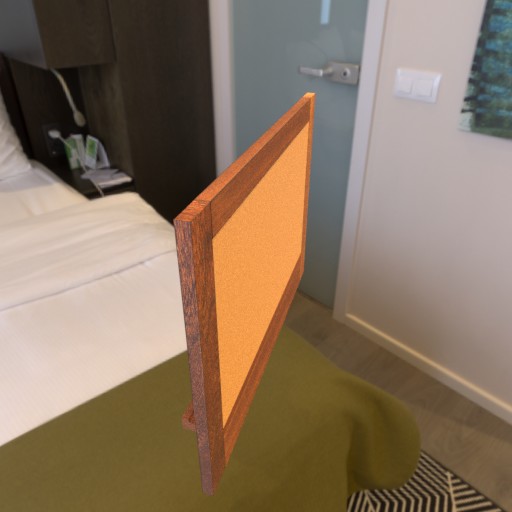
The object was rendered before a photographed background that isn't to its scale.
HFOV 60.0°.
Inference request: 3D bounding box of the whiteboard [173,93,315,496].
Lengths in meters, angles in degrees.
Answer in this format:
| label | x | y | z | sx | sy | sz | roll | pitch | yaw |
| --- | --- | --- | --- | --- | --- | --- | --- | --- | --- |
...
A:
| label | x | y | z | sx | sy | sz | roll | pitch | yaw |
| --- | --- | --- | --- | --- | --- | --- | --- | --- | --- |
| whiteboard | 0.000 | 0.000 | 0.995 | 0.083 | 0.559 | 0.783 | 9 | 32 | 15 |
